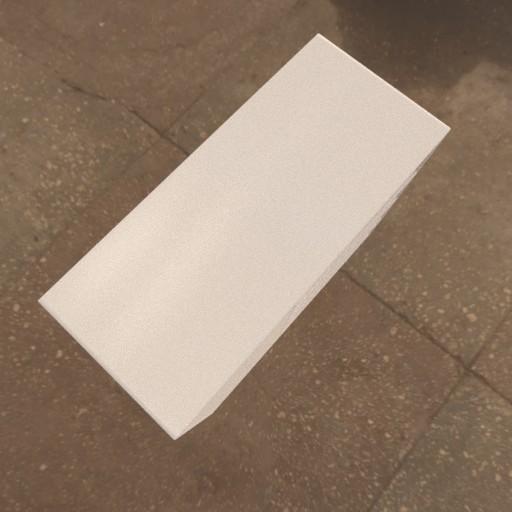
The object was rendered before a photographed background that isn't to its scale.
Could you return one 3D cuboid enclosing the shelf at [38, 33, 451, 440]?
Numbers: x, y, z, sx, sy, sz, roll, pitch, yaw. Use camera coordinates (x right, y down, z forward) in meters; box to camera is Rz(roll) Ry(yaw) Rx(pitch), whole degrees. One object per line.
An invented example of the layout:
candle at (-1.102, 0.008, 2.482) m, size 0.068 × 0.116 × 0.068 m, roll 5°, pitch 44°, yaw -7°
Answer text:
shelf at (0.000, 0.000, 1.310) m, size 0.396 × 0.732 × 0.895 m, roll 41°, pitch 78°, yaw 11°
